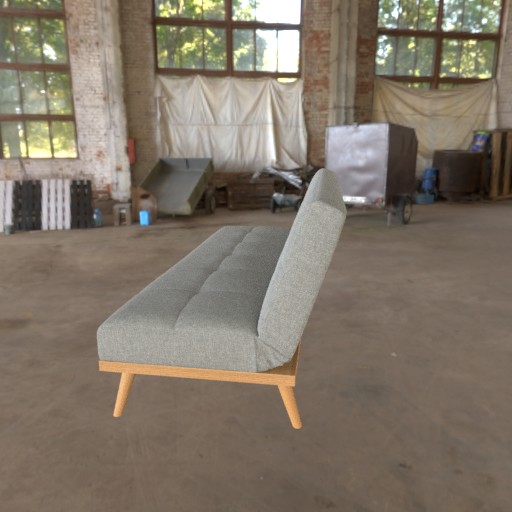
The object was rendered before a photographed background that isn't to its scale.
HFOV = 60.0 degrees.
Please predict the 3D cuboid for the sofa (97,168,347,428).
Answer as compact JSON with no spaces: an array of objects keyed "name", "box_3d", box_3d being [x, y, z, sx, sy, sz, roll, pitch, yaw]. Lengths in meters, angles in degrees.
[{"name":"sofa","box_3d":[0.000,0.000,2.250,0.800,0.800,1.820,2,14,9]}]
